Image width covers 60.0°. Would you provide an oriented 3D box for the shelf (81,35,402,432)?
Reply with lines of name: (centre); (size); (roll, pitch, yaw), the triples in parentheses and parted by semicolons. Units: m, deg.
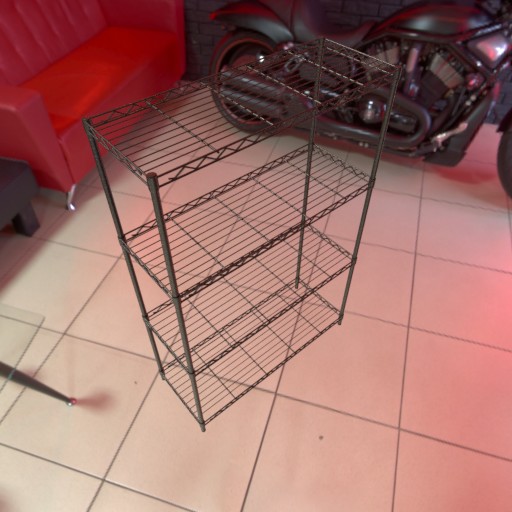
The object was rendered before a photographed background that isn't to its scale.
shelf: (0.000, 0.000, 1.753); (0.907, 1.361, 0.352); (-31, 53, -27)
